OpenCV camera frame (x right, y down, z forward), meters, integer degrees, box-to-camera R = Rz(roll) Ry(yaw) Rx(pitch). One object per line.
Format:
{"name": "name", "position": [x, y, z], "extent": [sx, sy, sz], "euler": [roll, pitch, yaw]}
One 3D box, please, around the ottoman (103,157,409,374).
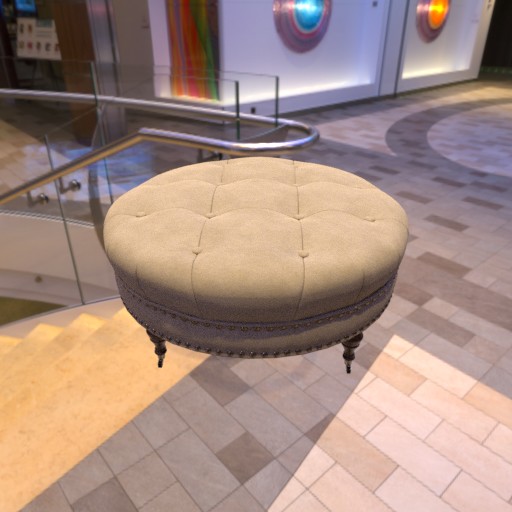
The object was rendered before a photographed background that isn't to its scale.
{"name": "ottoman", "position": [0.000, 0.000, 1.395], "extent": [0.901, 0.439, 0.901], "euler": [0, 29, 0]}
